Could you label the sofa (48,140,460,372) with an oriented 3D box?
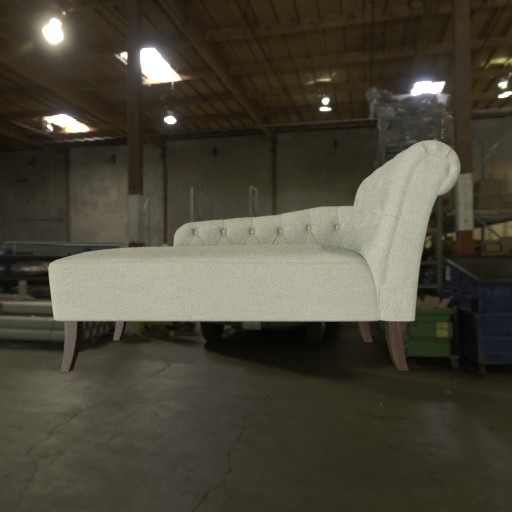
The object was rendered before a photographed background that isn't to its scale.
[{"bbox_3d":[0.000,0.000,1.790,1.379,0.787,0.675,0,0,1],"label":"sofa"}]
